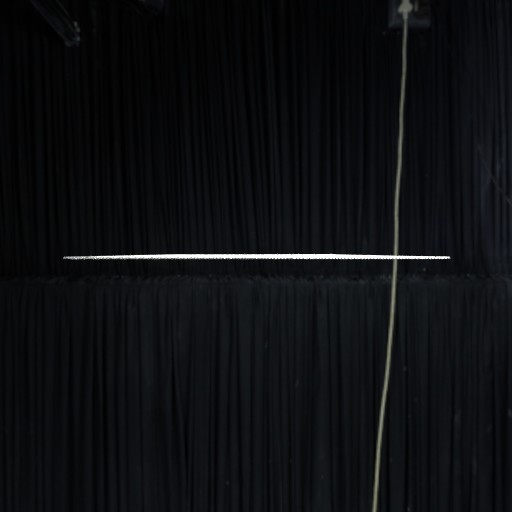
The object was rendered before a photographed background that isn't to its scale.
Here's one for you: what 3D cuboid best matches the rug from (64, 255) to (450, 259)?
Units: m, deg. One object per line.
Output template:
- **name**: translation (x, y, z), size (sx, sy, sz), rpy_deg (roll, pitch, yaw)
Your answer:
- **rug**: translation (0.000, 0.000, 2.939), size (1.528, 0.010, 2.440), rpy_deg (0, 0, 0)
